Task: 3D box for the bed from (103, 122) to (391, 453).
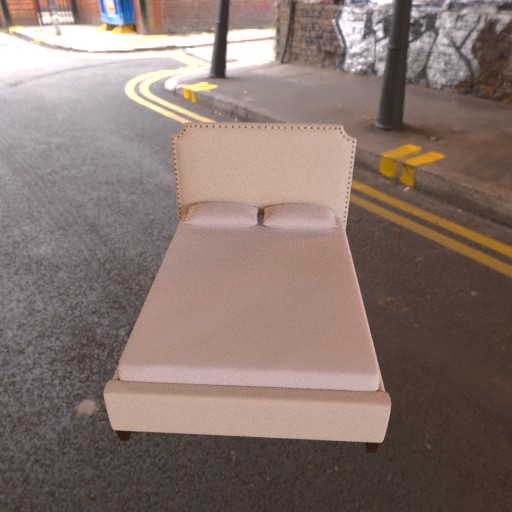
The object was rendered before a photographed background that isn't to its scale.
[{"bbox_3d":[0.000,0.000,3.424,1.712,1.443,2.372,2,31,3],"label":"bed"}]
